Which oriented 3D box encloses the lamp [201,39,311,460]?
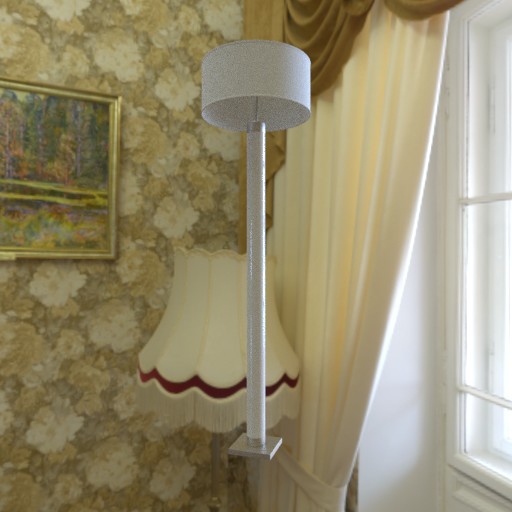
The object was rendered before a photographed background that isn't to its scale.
[{"bbox_3d":[0.000,0.000,1.699,0.420,1.475,0.420,0,-1,18],"label":"lamp"}]
